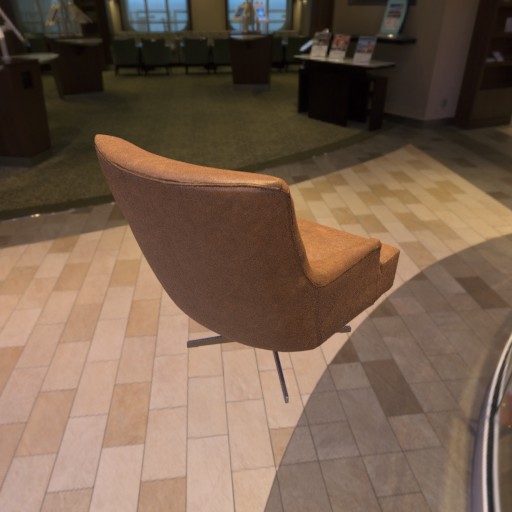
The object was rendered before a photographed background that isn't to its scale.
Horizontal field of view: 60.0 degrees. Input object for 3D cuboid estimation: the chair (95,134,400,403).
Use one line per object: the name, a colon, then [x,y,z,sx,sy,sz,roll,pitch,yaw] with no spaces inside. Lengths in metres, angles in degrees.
chair: [0.000,0.000,1.512,0.729,0.869,0.874,20,36,31]
